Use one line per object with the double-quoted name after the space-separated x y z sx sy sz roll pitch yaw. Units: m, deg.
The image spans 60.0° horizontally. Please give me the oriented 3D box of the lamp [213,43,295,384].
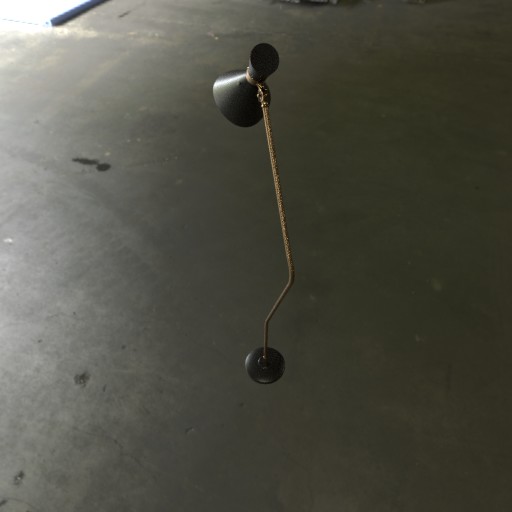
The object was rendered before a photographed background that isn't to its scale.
0.000 0.000 1.594 0.277 1.438 0.467 3 46 3 "lamp"
